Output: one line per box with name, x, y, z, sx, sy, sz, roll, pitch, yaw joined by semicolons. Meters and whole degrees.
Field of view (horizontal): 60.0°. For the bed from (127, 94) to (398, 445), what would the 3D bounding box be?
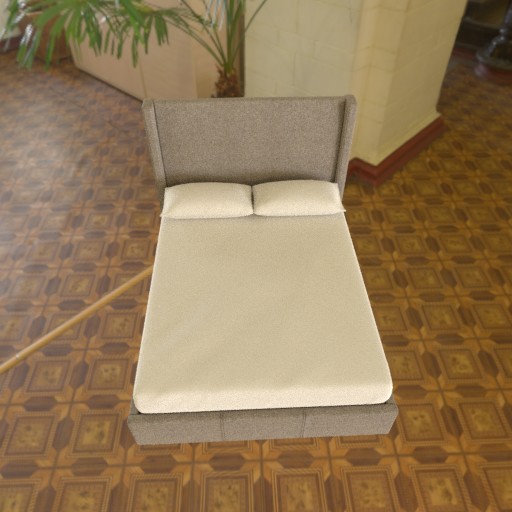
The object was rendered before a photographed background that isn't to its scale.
bed;0.000;0.000;3.336;1.714;1.481;2.245;-2;45;-2
